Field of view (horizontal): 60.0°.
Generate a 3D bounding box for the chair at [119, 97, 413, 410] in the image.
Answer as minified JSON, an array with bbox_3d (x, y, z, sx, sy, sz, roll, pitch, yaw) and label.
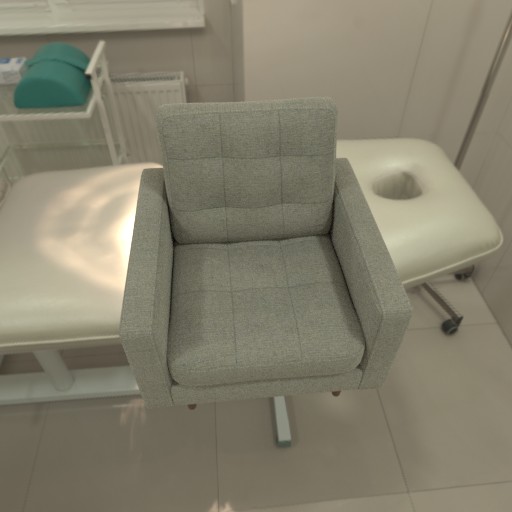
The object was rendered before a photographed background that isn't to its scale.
[{"bbox_3d":[0.000,0.000,1.565,0.821,0.880,0.843,-4,46,-4],"label":"chair"}]
